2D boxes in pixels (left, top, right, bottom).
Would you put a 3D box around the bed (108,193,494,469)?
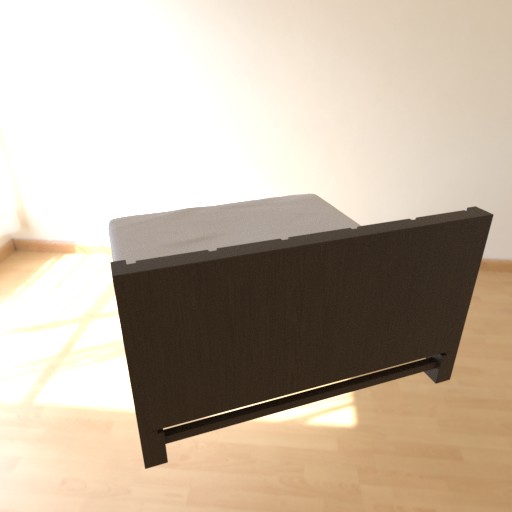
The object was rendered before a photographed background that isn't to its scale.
[{"bbox_3d":[0.000,0.000,3.476,2.143,1.261,2.238,-9,29,-17],"label":"bed"}]
